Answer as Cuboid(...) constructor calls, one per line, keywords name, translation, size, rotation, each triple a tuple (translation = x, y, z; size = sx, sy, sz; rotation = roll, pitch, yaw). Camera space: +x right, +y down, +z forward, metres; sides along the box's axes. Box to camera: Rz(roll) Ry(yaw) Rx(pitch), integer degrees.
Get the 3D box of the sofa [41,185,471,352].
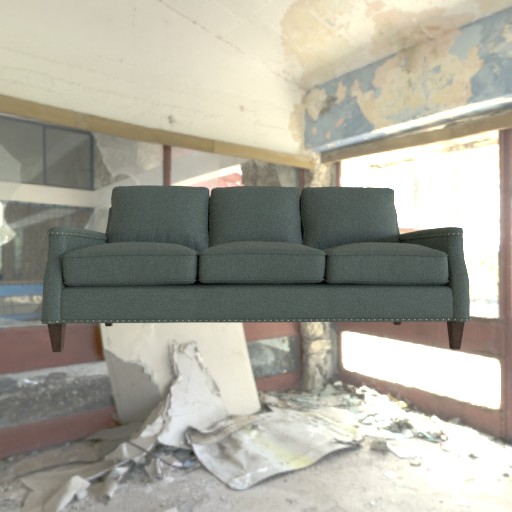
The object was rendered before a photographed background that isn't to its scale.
Cuboid(name="sofa", translation=(0.000, 0.000, 2.821), size=(2.246, 1.003, 1.084), rotation=(0, 0, -2))
